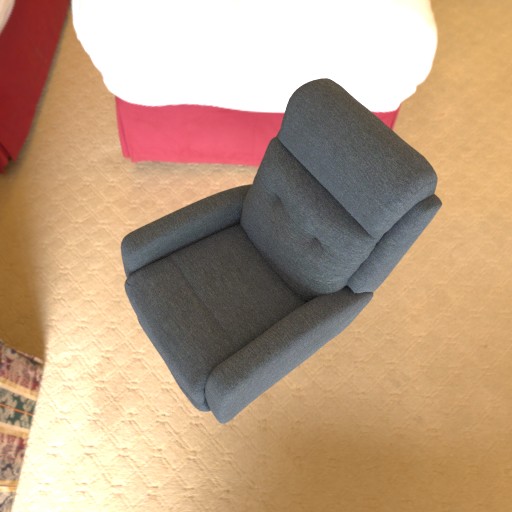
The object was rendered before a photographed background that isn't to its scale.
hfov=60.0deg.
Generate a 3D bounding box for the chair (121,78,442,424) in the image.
[{"bbox_3d":[0.000,0.000,1.758,1.043,1.013,0.798,-33,67,-16],"label":"chair"}]
